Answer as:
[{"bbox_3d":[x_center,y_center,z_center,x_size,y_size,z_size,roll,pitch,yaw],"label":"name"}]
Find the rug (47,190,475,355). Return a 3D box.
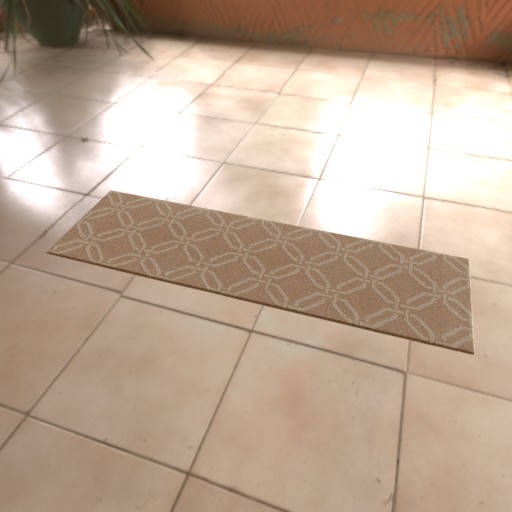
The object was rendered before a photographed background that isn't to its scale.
[{"bbox_3d":[0.000,0.000,2.486,2.276,0.014,0.678,12,43,13],"label":"rug"}]
